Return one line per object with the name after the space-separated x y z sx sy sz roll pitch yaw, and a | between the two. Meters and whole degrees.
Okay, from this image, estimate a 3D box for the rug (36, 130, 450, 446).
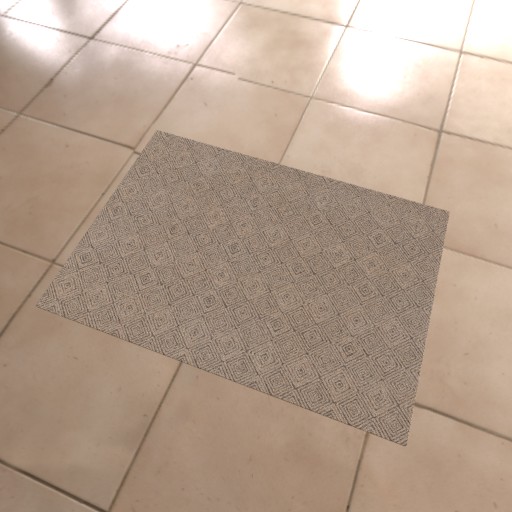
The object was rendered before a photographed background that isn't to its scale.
0.000 0.000 2.853 2.238 0.008 1.593 18 61 10 | rug
